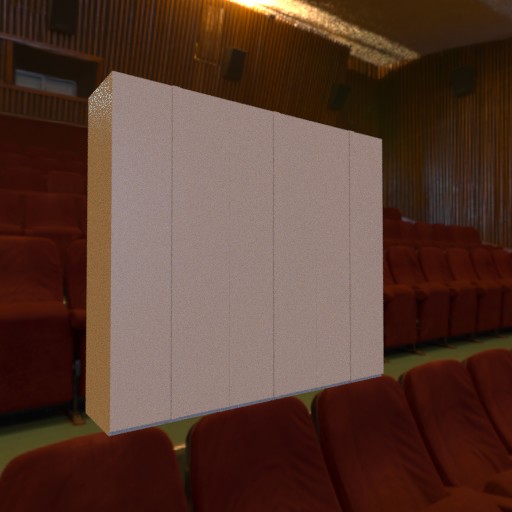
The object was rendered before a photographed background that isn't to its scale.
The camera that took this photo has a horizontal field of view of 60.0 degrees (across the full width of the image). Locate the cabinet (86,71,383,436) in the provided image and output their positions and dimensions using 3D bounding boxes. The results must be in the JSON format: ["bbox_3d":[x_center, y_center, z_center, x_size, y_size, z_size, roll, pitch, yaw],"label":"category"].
[{"bbox_3d":[0.000,0.000,3.877,2.700,2.370,0.590,1,-2,-35],"label":"cabinet"}]
